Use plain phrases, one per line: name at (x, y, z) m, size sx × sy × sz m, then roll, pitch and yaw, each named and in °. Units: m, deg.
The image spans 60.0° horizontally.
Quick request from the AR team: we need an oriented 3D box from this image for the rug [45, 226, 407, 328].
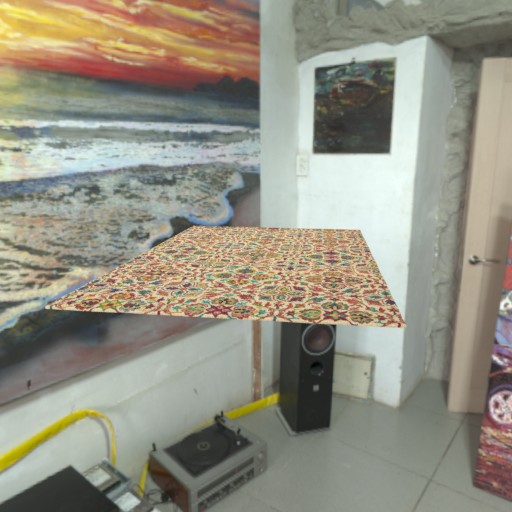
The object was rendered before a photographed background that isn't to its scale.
rug at (0.000, 0.000, 2.352) m, size 1.226 × 0.013 × 1.838 m, roll 2°, pitch 13°, yaw 8°
